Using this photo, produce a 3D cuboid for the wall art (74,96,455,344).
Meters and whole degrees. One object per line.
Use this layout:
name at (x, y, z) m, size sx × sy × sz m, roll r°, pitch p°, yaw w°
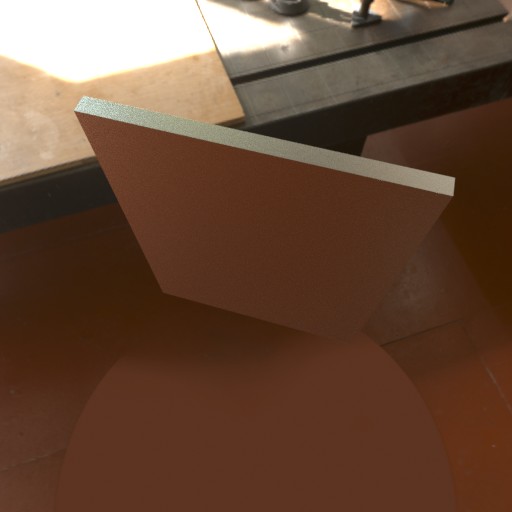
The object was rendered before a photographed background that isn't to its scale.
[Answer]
wall art at (0.000, 0.000, 0.758) m, size 0.444 × 0.569 × 0.025 m, roll 14°, pitch 64°, yaw 7°
